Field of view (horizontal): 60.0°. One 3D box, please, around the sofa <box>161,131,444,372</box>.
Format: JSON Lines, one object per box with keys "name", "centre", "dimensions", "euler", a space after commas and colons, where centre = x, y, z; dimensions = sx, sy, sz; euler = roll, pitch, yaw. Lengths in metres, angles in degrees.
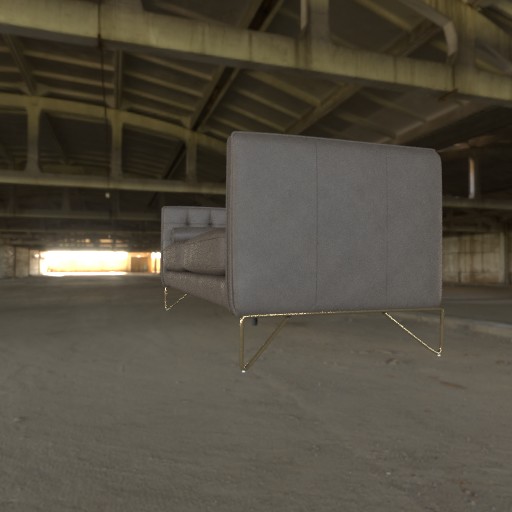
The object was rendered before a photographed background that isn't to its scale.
{"name": "sofa", "centre": [0.000, 0.000, 2.519], "dimensions": [0.867, 0.789, 2.087], "euler": [0, -1, -18]}
